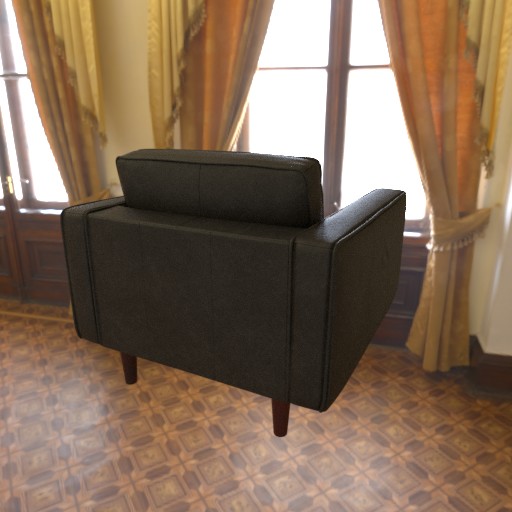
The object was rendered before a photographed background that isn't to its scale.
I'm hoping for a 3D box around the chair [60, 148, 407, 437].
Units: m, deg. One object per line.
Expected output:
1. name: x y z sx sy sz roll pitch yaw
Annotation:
1. chair: 0.000 0.000 1.581 0.889 0.763 0.914 9 20 26
